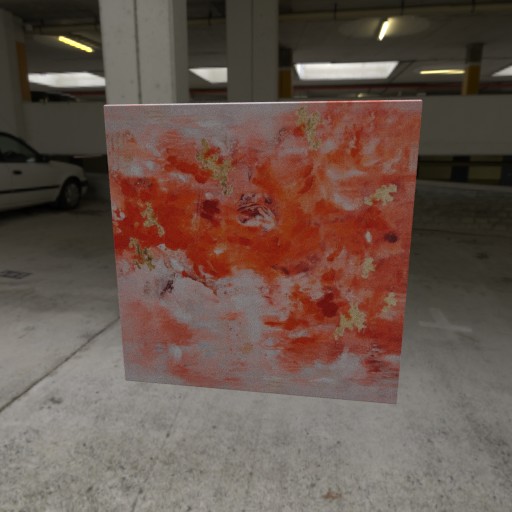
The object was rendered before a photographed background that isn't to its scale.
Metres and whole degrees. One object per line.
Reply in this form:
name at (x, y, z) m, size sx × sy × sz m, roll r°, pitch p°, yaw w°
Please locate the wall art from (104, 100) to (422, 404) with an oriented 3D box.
wall art at (0.000, 0.000, 1.143) m, size 0.747 × 0.746 × 0.064 m, roll 2°, pitch 14°, yaw 9°
